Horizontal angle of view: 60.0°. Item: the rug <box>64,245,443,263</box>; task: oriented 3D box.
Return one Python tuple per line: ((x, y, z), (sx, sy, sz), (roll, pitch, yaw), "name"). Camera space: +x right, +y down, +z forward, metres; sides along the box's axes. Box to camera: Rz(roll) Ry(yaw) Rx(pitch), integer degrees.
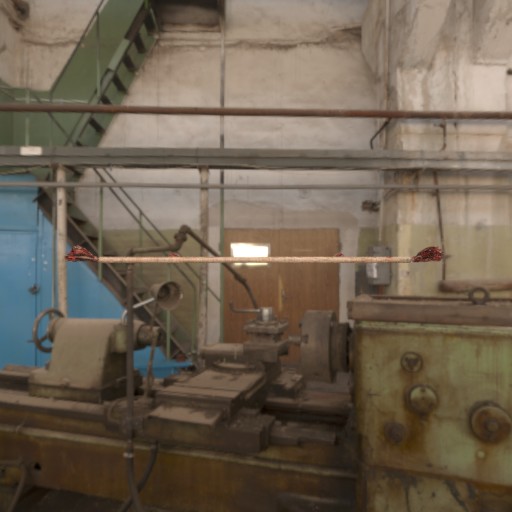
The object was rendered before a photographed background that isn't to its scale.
((0.000, 0.000, 2.631), (1.444, 0.067, 2.069), (0, 0, 0), "rug")
